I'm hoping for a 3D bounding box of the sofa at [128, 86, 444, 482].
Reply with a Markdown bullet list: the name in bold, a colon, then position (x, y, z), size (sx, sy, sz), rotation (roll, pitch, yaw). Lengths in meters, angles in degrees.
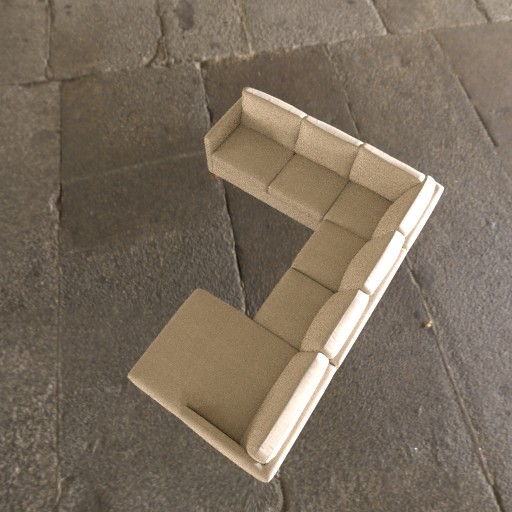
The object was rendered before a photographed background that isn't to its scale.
- **sofa**: position (0.000, 0.000, 4.654), size (2.594, 0.961, 3.460), rotation (31, 68, 15)
